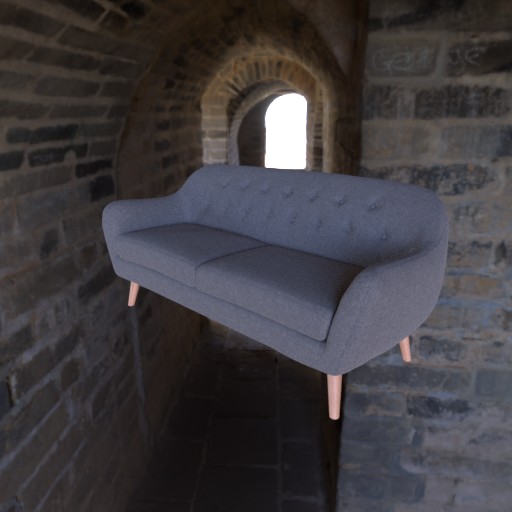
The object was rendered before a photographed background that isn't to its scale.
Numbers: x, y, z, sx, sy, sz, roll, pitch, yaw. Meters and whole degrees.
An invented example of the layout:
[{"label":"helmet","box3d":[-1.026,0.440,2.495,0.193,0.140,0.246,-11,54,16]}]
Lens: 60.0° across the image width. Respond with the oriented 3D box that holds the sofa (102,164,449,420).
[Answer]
[{"label":"sofa","box3d":[0.000,0.000,2.301,0.820,0.820,1.840,-16,23,-42]}]
